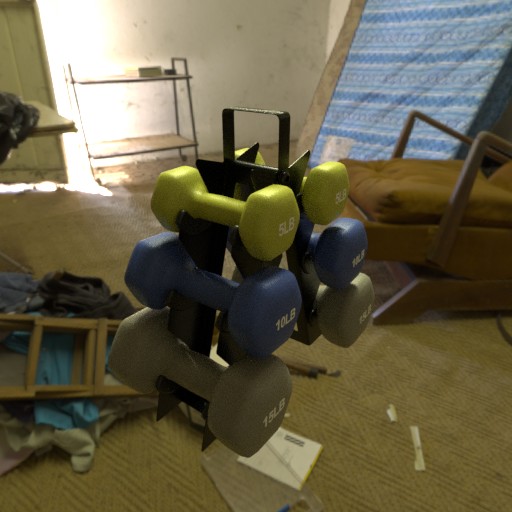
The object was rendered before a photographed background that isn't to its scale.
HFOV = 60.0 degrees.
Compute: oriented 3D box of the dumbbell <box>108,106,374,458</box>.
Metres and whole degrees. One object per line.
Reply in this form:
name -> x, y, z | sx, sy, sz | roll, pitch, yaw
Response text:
dumbbell -> 0.000, 0.000, 0.674 | 0.261, 0.426, 0.416 | 18, 31, 32
